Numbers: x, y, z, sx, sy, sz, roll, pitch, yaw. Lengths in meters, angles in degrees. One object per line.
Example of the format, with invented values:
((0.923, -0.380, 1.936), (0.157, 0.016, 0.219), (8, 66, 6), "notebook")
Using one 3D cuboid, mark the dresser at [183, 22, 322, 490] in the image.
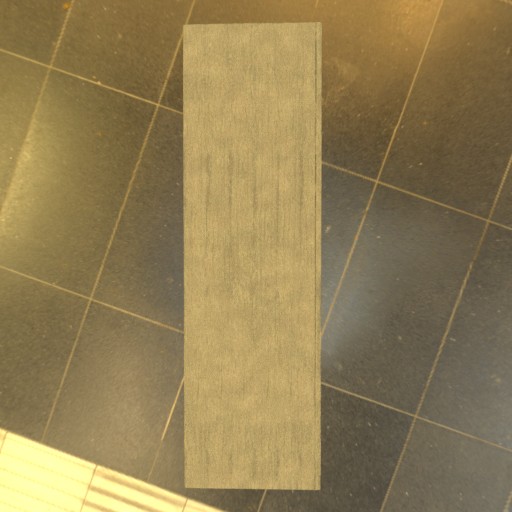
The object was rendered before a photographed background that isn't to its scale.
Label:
((0.000, 0.000, 1.990), (0.483, 0.889, 1.628), (0, 91, 2), "dresser")
